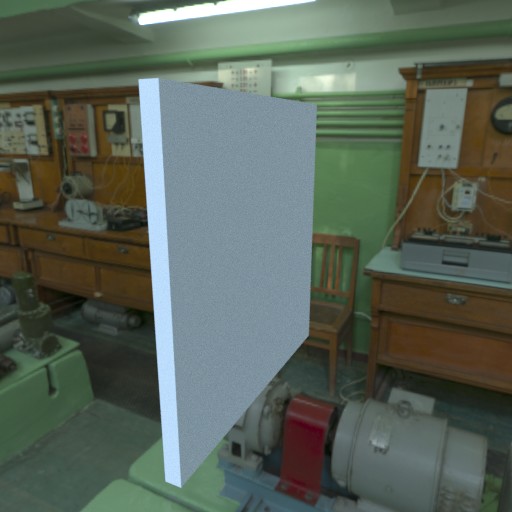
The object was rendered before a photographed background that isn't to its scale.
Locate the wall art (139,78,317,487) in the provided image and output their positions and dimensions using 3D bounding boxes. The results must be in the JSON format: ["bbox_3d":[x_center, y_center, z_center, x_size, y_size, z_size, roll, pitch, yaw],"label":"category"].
[{"bbox_3d":[0.000,0.000,0.820,0.028,0.559,0.559,7,17,25],"label":"wall art"}]
